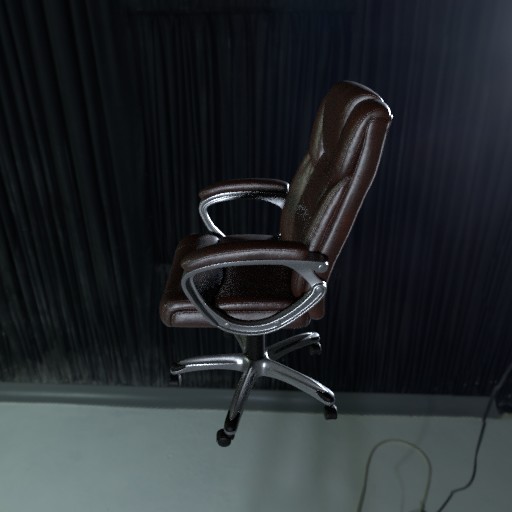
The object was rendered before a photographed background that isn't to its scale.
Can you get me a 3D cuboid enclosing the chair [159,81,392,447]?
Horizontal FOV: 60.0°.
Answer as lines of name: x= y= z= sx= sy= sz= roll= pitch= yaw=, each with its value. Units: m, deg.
chair: x=0.000 y=0.000 z=1.549 sx=0.692 sy=1.128 sz=0.656 roll=-1 pitch=27 yaw=-2
